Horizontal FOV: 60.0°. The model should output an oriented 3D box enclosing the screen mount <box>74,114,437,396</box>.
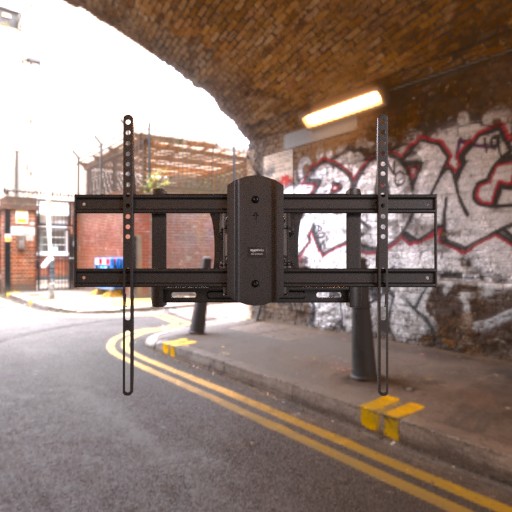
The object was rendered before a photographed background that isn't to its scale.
[{"bbox_3d":[0.000,0.000,1.092,0.661,0.491,0.644,0,0,0],"label":"screen mount"}]
